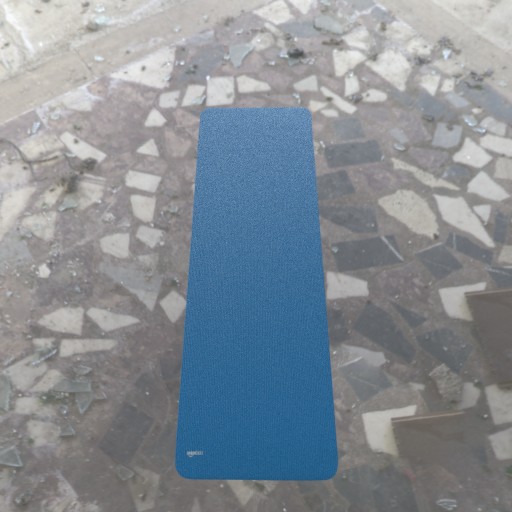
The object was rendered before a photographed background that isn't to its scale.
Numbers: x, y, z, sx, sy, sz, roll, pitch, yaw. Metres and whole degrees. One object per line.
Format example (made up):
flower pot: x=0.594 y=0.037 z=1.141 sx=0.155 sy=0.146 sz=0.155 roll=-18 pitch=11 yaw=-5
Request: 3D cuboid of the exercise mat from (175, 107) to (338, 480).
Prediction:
exercise mat: x=0.000 y=0.000 z=2.067 sx=0.616 sy=0.021 sz=1.869 roll=0 pitch=63 yaw=0
